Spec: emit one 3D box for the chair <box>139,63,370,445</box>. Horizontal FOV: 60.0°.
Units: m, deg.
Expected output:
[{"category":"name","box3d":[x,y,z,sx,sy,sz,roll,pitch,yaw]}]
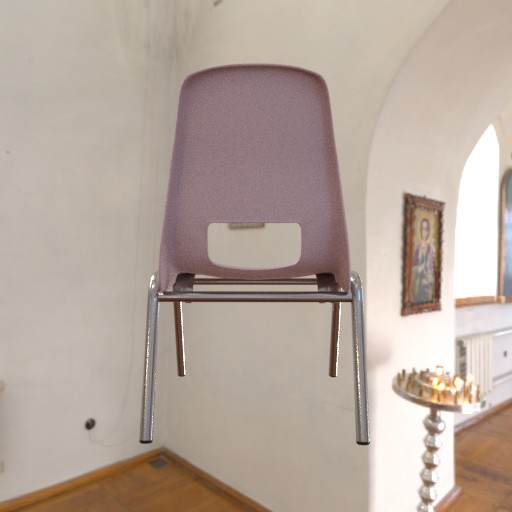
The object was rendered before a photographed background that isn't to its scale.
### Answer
[{"category":"chair","box3d":[0.000,0.000,0.797,0.354,0.536,0.385,0,0,1]}]
